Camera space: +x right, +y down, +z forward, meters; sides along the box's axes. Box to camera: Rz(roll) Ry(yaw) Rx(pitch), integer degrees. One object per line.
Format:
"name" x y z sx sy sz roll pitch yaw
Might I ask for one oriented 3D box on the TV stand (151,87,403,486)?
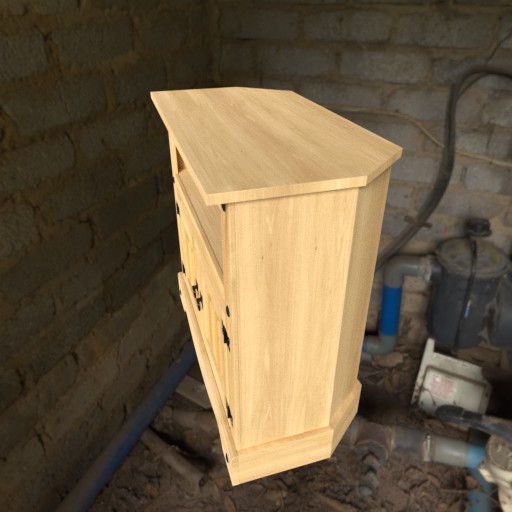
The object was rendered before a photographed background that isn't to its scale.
"TV stand" 0.000 0.000 1.287 0.425 0.781 0.851 -9 32 -15
